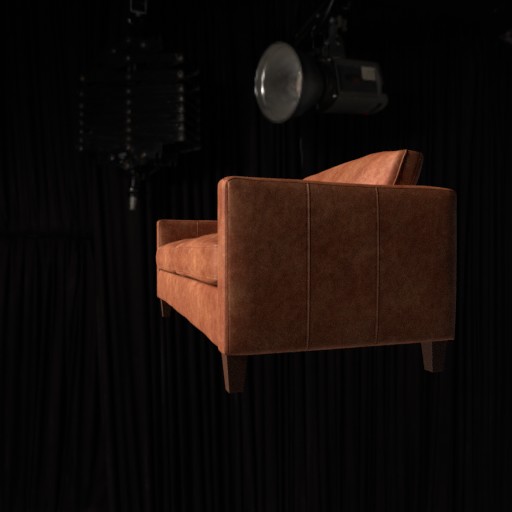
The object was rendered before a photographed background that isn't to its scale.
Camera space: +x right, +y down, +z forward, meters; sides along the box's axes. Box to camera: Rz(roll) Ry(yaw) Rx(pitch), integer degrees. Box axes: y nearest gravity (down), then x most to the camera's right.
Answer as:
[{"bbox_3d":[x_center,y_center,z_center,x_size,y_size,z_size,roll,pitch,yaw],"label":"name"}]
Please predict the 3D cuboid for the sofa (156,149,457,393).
[{"bbox_3d":[0.000,0.000,2.400,0.923,0.863,1.971,0,0,-18],"label":"sofa"}]
